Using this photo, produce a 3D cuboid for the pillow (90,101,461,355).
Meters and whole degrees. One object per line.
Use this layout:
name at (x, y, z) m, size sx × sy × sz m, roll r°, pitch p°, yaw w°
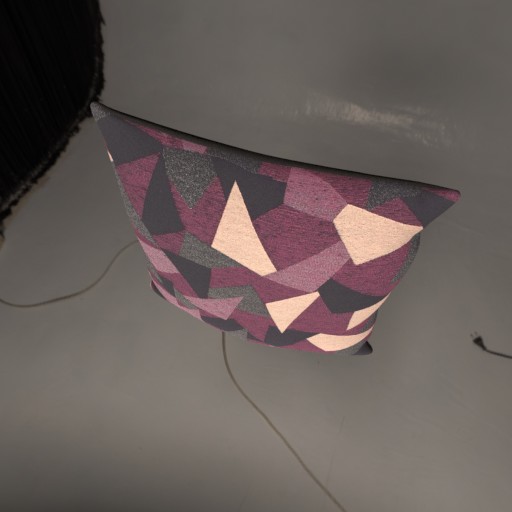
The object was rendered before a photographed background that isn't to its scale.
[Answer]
pillow at (0.000, 0.000, 0.754) m, size 0.503 × 0.496 × 0.208 m, roll 16°, pitch 58°, yaw 10°
